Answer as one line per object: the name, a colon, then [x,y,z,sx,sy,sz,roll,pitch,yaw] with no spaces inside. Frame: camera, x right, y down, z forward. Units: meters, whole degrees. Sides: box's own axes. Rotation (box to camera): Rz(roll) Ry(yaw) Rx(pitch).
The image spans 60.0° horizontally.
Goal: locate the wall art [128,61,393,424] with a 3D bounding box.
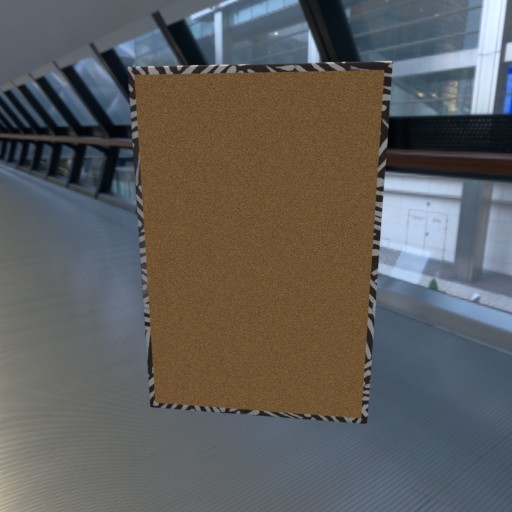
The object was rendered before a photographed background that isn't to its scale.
wall art: [0.000,0.000,1.147,0.615,0.918,0.035,2,15,7]
